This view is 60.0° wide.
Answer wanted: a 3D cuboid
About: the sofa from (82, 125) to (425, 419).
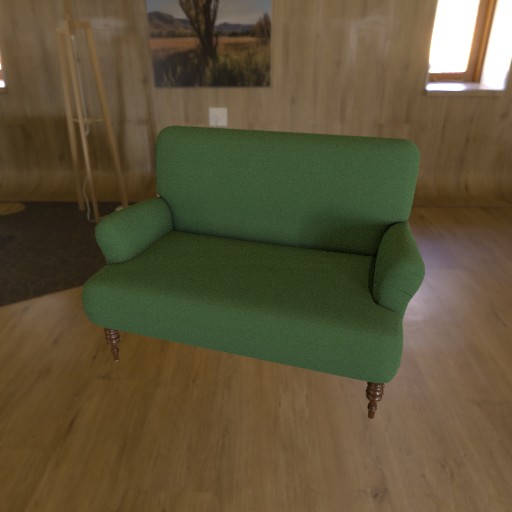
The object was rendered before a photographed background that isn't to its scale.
[{"bbox_3d":[0.000,0.000,1.845,1.297,0.889,0.779,8,27,16],"label":"sofa"}]
